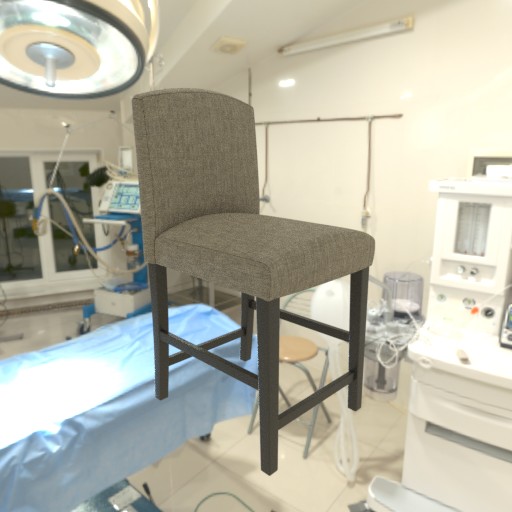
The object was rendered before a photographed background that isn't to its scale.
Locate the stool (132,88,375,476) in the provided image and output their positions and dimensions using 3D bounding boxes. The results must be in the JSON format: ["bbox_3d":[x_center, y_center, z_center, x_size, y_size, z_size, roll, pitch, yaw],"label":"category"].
[{"bbox_3d":[0.000,0.000,1.297,0.552,0.966,0.451,13,19,43],"label":"stool"}]
